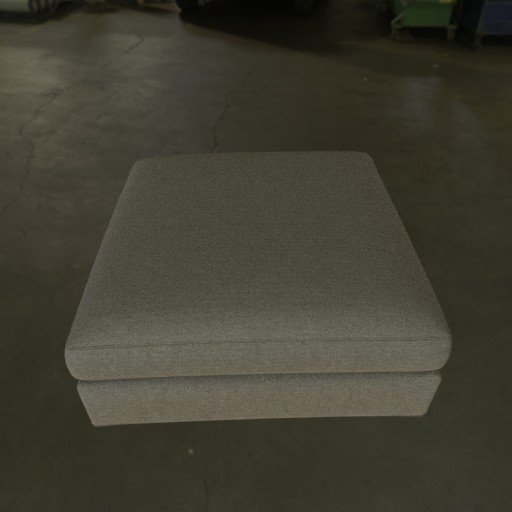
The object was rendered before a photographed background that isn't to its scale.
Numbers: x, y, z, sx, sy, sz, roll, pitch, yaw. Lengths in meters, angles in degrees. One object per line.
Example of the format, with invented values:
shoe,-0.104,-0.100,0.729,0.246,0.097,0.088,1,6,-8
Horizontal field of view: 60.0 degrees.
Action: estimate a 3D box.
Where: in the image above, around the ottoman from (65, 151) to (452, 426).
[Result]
ottoman,0.000,0.000,1.592,1.041,0.470,1.041,-1,40,-1
